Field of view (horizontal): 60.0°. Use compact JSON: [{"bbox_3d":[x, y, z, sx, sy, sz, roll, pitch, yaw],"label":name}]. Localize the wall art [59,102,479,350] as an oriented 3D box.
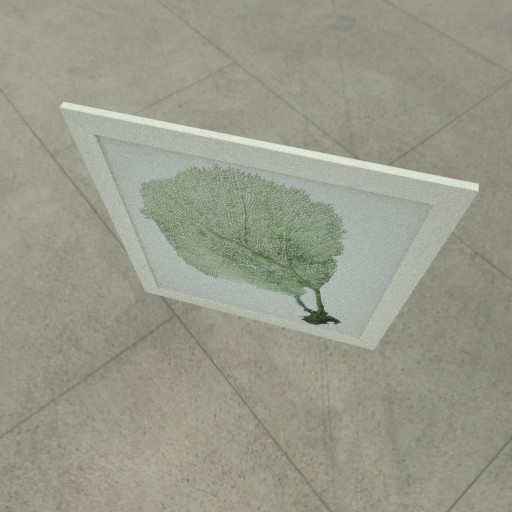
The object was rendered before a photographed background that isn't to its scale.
[{"bbox_3d":[0.000,0.000,0.852,0.584,0.584,0.013,13,59,8],"label":"wall art"}]
